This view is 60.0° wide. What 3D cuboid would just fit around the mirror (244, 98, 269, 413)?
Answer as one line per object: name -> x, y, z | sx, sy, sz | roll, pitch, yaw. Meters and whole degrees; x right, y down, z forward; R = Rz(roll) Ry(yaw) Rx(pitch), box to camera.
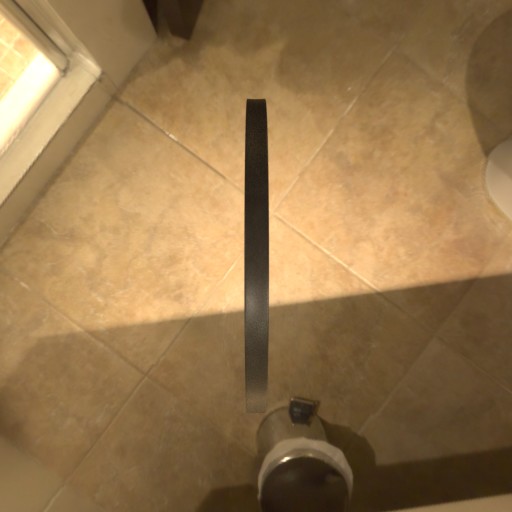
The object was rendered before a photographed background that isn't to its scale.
mirror -> 0.000, 0.000, 0.845 | 0.032, 0.565, 0.565 | 0, 90, 0
